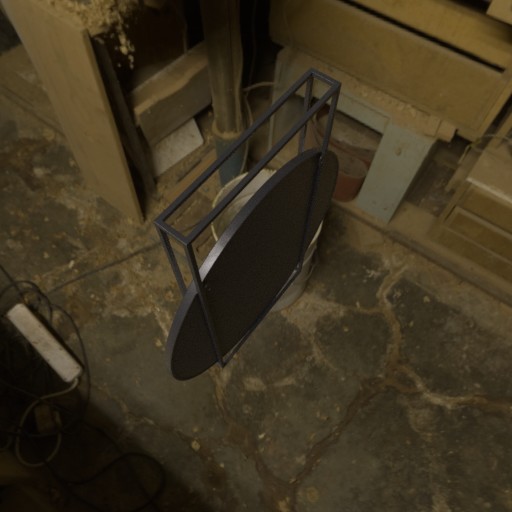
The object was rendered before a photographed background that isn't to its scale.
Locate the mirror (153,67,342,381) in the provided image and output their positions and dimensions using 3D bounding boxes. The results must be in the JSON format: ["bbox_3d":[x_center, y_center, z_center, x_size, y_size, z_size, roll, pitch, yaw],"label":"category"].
[{"bbox_3d":[0.000,0.000,0.818,0.051,0.603,0.508,35,68,16],"label":"mirror"}]
